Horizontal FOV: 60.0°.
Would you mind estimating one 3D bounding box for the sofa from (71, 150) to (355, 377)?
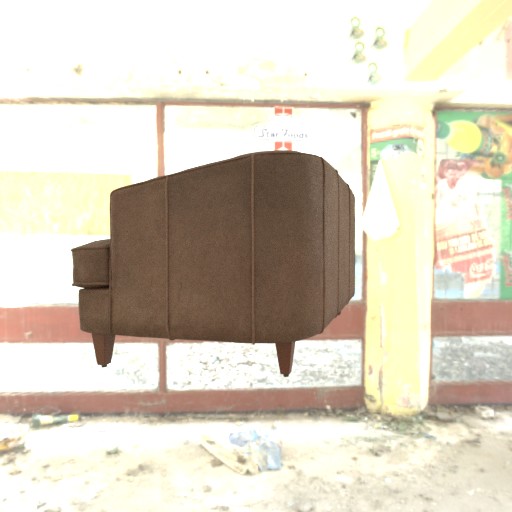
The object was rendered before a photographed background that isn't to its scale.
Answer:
[{"bbox_3d":[0.000,0.000,2.307,0.917,0.799,1.767,0,2,18],"label":"sofa"}]
